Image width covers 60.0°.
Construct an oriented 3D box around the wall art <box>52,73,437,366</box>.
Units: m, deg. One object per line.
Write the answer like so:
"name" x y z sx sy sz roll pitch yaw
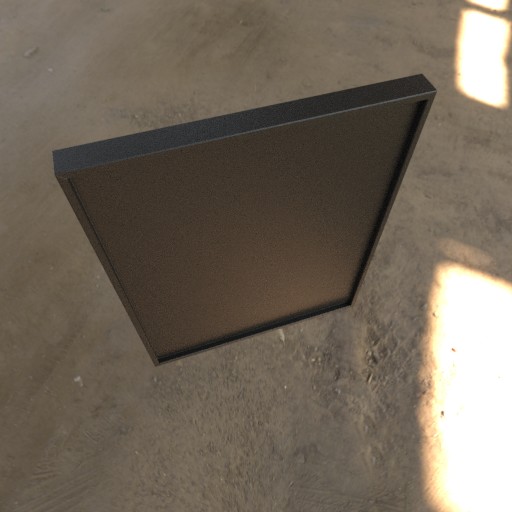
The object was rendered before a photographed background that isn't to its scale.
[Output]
"wall art" 0.000 0.000 0.734 0.449 0.555 0.039 -15 57 -10
